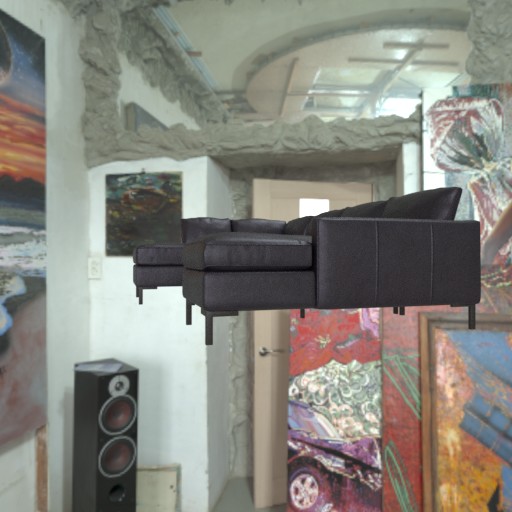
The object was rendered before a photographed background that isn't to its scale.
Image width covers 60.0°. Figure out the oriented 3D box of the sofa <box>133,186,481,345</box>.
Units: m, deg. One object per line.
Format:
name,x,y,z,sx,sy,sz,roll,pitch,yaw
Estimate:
sofa,0.000,0.000,3.777,1.939,0.900,2.956,0,0,-17
